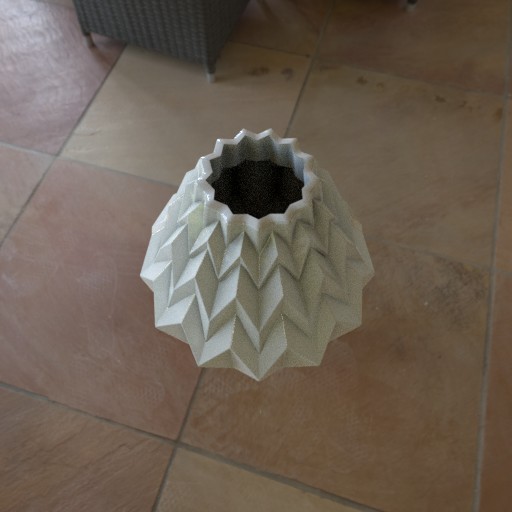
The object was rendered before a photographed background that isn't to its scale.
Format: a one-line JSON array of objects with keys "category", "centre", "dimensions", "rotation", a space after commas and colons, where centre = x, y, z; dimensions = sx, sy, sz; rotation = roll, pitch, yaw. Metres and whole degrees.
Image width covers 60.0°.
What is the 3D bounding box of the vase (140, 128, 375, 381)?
[{"category": "vase", "centre": [0.000, 0.000, 0.305], "dimensions": [0.164, 0.185, 0.164], "rotation": [0, 64, 0]}]
